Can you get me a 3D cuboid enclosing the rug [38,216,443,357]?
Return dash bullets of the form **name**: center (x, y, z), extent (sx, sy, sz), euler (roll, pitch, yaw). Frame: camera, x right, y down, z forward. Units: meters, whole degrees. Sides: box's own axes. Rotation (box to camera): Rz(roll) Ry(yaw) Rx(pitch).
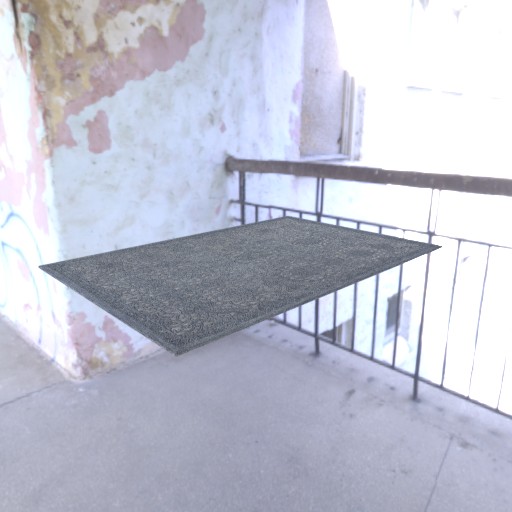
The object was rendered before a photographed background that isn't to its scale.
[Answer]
- **rug**: center (0.000, 0.000, 2.370), extent (1.819, 0.012, 1.208), euler (-15, 22, -41)
